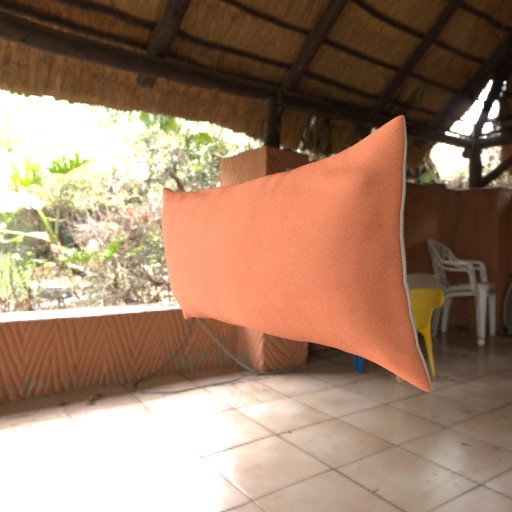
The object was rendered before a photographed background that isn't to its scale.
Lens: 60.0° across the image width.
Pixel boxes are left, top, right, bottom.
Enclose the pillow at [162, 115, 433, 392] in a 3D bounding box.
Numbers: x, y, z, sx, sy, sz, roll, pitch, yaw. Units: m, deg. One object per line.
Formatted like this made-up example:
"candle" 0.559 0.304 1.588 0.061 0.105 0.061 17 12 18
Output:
"pillow" 0.000 0.000 0.715 0.156 0.292 0.608 -1 1 -35
